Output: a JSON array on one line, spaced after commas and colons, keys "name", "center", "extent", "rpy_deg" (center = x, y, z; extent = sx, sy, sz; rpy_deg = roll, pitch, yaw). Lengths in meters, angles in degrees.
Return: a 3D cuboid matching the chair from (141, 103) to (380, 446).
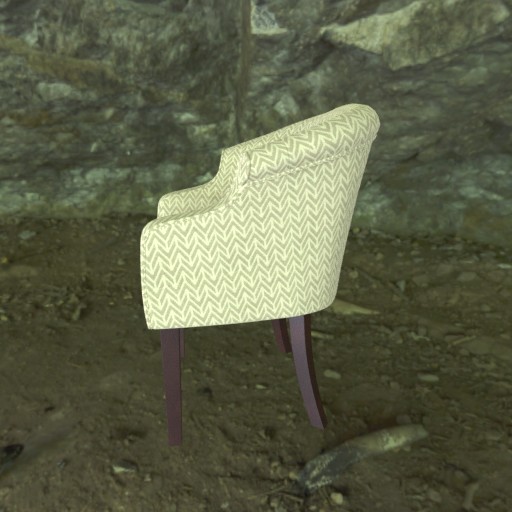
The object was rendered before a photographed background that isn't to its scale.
[{"name": "chair", "center": [0.000, 0.000, 1.317], "extent": [0.613, 0.858, 0.686], "rpy_deg": [-2, 14, -8]}]
